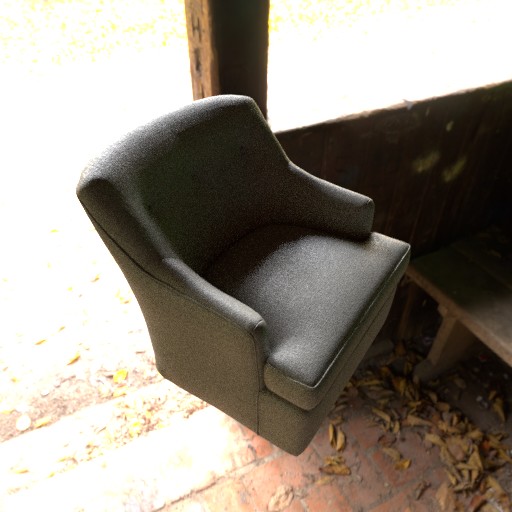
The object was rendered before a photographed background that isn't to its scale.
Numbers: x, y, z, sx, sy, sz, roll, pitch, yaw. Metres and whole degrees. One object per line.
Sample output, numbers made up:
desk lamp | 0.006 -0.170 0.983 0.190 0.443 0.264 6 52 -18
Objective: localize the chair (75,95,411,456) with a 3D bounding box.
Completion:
chair | 0.000 0.000 1.612 0.923 0.856 0.864 24 45 26
